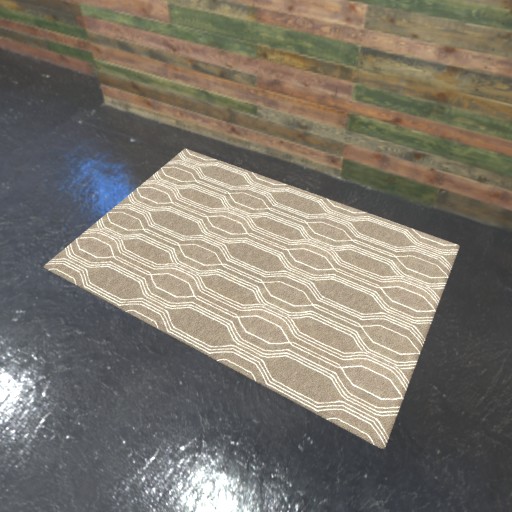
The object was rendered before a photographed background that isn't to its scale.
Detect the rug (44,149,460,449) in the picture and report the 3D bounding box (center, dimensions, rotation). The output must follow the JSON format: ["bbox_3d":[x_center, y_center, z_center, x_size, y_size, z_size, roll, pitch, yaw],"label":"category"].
[{"bbox_3d":[0.000,0.000,2.348,1.836,0.012,1.239,23,51,20],"label":"rug"}]
